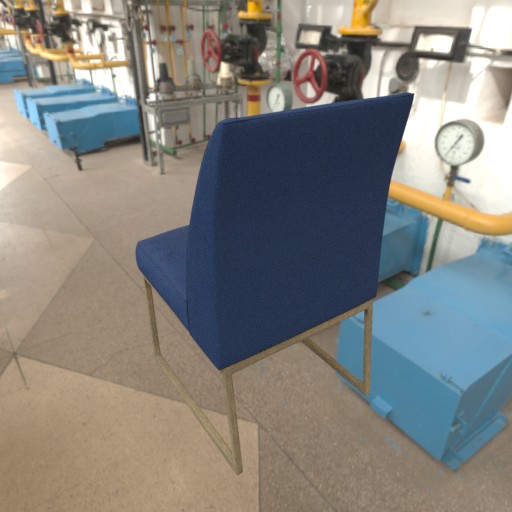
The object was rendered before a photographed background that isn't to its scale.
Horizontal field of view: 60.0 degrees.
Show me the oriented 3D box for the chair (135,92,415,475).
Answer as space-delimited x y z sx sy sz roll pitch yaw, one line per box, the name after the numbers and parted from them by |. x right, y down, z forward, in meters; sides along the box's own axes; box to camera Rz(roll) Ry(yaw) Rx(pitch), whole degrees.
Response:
0.000 0.000 1.195 0.508 0.863 0.522 -19 34 -30 | chair
